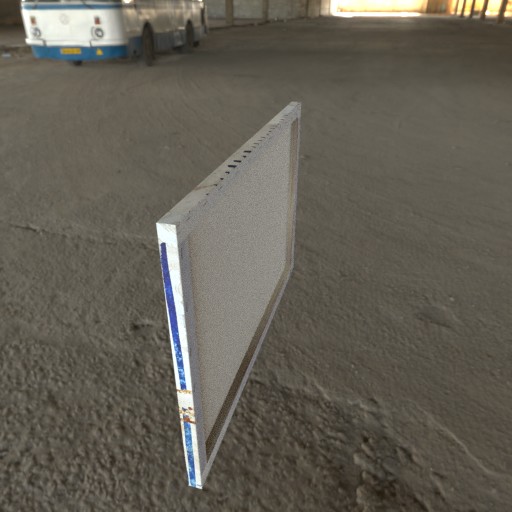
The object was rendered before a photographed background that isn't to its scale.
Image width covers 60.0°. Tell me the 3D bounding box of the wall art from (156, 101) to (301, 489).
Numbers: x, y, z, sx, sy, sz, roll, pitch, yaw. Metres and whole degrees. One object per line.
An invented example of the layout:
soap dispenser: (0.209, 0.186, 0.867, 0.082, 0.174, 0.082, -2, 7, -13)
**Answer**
wall art: (0.000, 0.000, 1.440, 0.038, 0.757, 1.143, 8, 31, 14)
